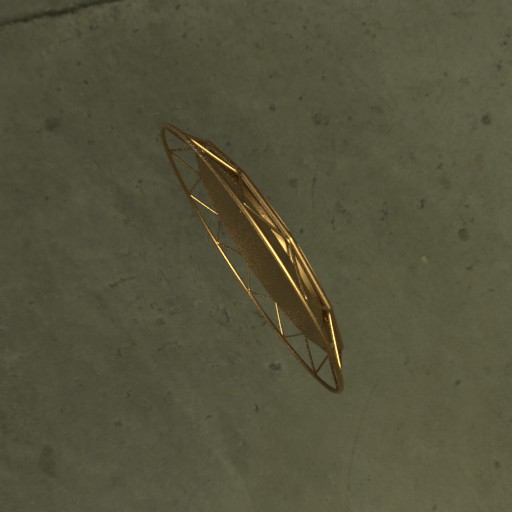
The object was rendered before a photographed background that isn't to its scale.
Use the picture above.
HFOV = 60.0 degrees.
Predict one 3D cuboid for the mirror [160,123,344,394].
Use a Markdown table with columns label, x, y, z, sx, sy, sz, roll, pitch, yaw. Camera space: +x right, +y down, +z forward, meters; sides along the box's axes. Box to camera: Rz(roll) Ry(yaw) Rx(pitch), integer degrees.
| label | x | y | z | sx | sy | sz | roll | pitch | yaw |
| --- | --- | --- | --- | --- | --- | --- | --- | --- | --- |
| mirror | 0.000 | 0.000 | 0.665 | 0.043 | 0.454 | 0.454 | -33 | 77 | -9 |
